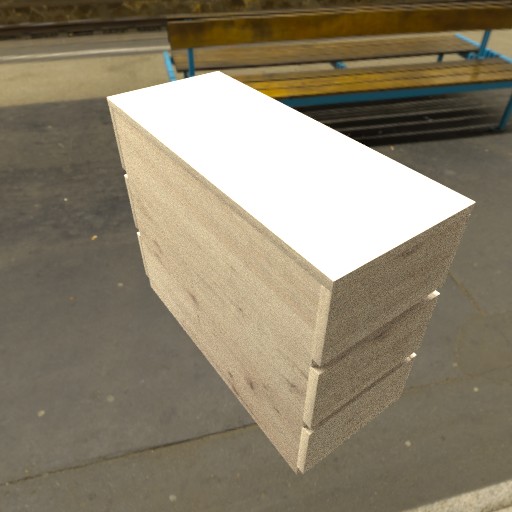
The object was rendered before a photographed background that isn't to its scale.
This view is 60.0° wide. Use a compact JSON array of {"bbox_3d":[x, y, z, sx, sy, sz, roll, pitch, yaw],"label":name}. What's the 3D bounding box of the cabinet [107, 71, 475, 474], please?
[{"bbox_3d":[0.000,0.000,1.451,0.420,0.820,1.040,-25,47,-26],"label":"cabinet"}]
